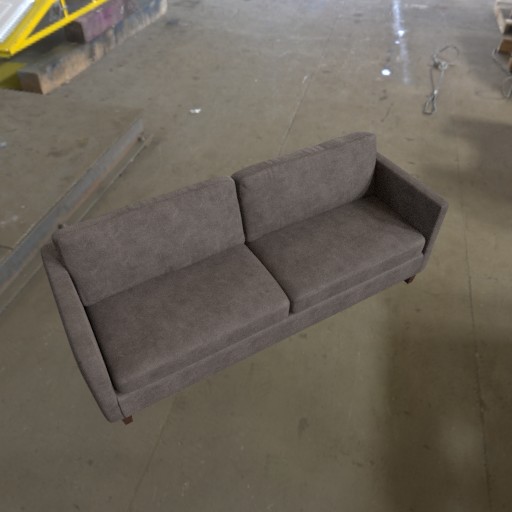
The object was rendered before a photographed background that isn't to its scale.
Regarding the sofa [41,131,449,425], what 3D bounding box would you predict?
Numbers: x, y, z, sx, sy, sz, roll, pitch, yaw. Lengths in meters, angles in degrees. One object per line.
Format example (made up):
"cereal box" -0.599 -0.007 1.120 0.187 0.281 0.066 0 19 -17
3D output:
"sofa" 0.000 0.000 2.930 2.434 0.965 0.951 -22 49 -21
